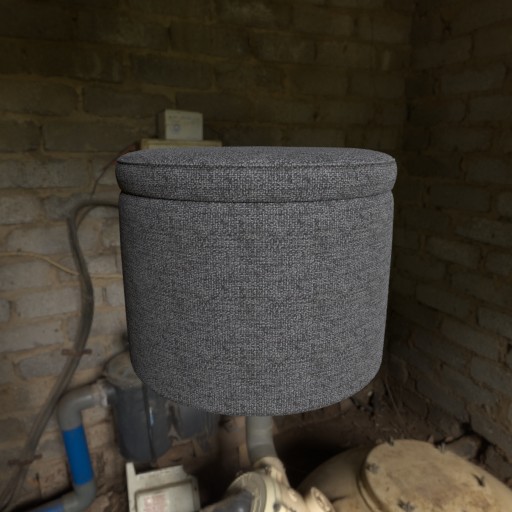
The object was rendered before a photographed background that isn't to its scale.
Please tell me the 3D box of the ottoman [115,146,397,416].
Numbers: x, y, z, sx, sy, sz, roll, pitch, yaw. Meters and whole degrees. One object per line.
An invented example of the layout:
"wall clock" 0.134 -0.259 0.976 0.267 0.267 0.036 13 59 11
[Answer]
"ottoman" 0.000 0.000 0.895 0.520 0.430 0.520 0 15 0
